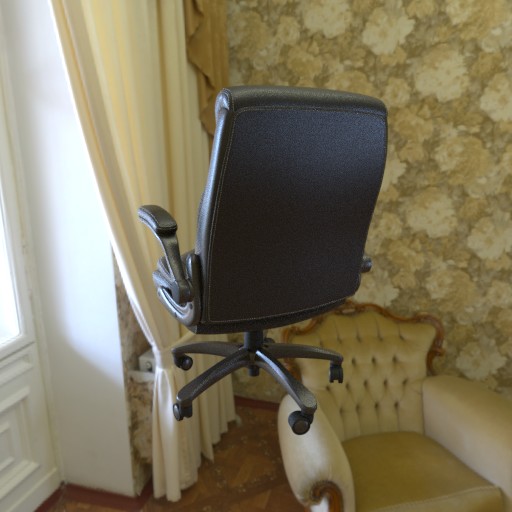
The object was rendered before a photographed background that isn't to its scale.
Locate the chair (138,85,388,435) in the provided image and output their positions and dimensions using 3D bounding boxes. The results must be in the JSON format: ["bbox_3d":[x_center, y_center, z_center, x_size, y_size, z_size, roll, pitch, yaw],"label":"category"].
[{"bbox_3d":[0.000,0.000,1.638,0.782,1.110,0.724,-7,15,-28],"label":"chair"}]
